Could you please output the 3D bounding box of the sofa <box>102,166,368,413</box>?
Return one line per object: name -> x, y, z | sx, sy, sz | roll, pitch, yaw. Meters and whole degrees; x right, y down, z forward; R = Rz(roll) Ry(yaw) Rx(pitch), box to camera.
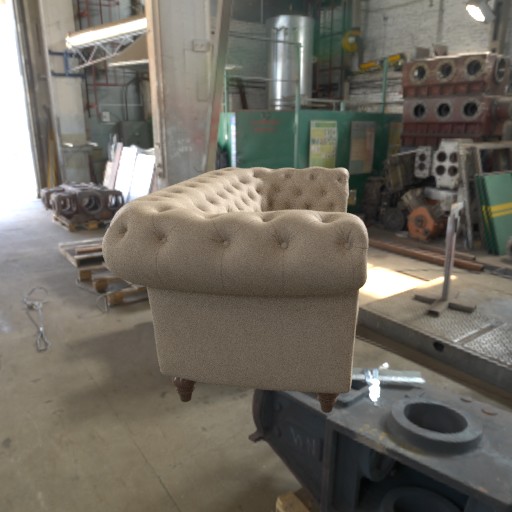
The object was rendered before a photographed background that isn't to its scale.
sofa -> 0.000, 0.000, 2.447 | 1.069, 0.835, 1.988 | 3, 17, 9
